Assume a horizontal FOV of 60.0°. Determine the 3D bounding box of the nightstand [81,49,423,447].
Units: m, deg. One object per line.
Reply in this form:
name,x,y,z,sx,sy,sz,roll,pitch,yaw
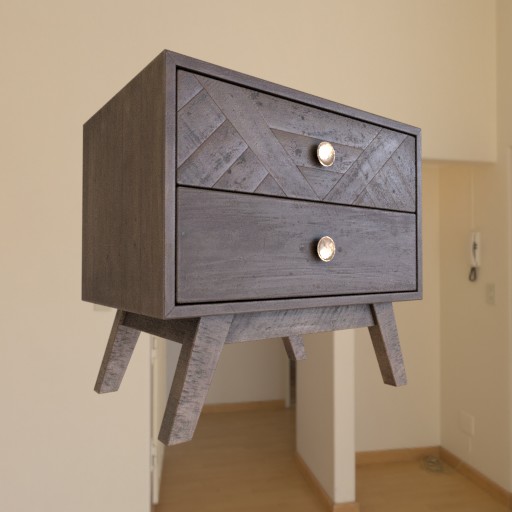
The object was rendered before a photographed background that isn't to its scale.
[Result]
nightstand,0.000,0.000,1.014,0.650,0.599,0.450,1,-2,-36
